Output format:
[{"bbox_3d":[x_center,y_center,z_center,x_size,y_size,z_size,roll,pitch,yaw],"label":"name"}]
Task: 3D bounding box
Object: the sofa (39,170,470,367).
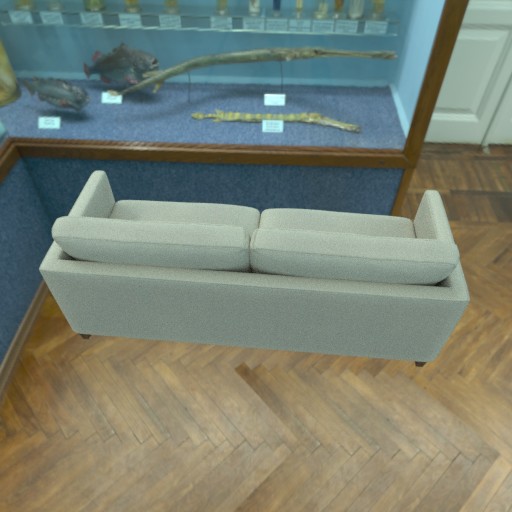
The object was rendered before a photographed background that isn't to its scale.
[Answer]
[{"bbox_3d":[0.000,0.000,2.886,2.361,0.968,0.951,4,48,4],"label":"sofa"}]
